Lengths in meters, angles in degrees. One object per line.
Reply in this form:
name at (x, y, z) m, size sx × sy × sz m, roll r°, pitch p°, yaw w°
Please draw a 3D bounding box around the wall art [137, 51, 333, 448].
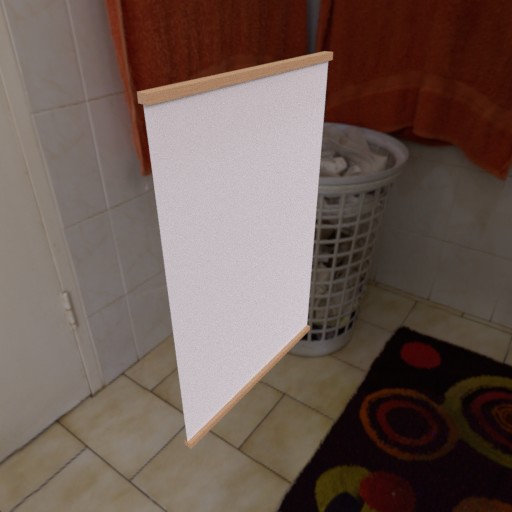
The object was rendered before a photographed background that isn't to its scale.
wall art at (0.000, 0.000, 0.645) m, size 0.013 × 0.510 × 0.335 m, roll 22°, pitch 38°, yaw 31°
